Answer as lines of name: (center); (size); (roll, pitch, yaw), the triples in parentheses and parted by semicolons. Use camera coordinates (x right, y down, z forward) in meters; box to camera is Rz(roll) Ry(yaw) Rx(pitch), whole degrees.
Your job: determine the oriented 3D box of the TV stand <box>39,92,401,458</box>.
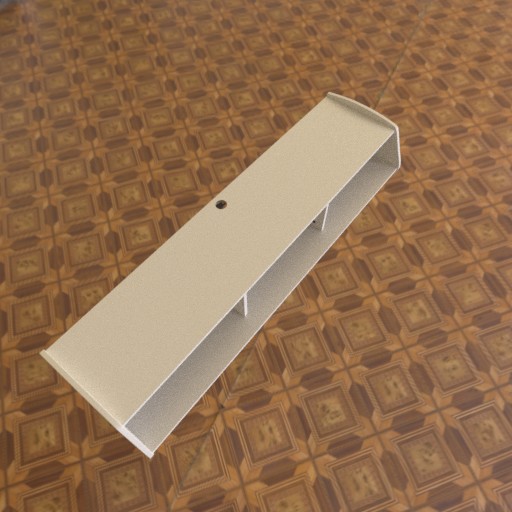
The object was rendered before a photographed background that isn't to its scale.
TV stand: (0.000, 0.000, 1.662); (0.397, 0.424, 1.473); (34, 64, 20)
